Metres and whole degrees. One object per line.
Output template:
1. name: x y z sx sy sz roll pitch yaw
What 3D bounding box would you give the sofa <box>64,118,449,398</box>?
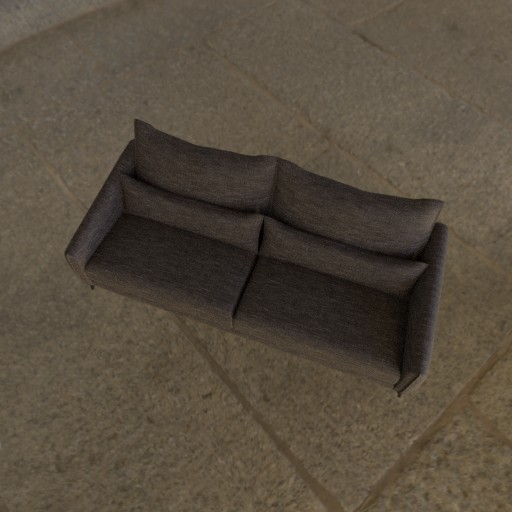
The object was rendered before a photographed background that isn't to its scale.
1. sofa: 0.000 0.000 2.478 2.019 0.843 0.807 17 61 10
